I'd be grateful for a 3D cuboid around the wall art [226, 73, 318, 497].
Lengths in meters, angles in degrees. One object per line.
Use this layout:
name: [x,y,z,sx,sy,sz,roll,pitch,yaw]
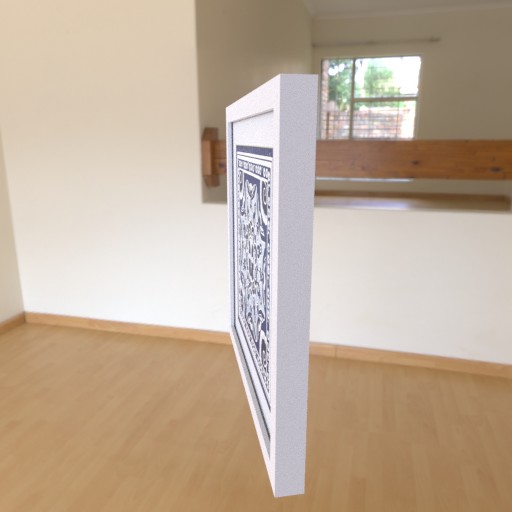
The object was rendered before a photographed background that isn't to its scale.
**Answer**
wall art: [0.000,0.000,0.523,0.027,0.355,0.355,-3,15,-10]
